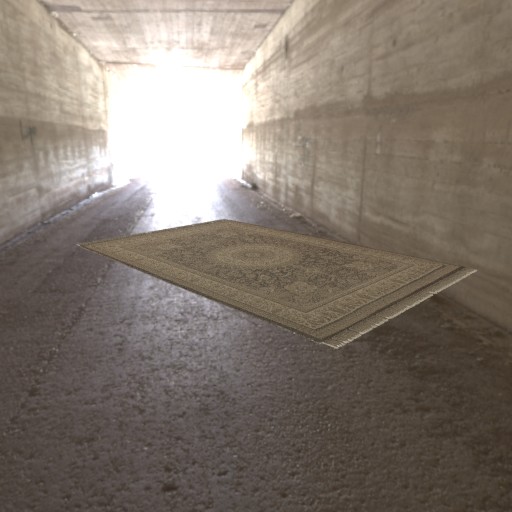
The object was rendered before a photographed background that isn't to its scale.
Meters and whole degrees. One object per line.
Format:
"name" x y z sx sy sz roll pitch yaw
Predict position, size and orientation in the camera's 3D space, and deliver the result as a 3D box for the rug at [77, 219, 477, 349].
"rug" 0.000 0.000 3.108 1.528 0.010 2.440 -15 21 -43
